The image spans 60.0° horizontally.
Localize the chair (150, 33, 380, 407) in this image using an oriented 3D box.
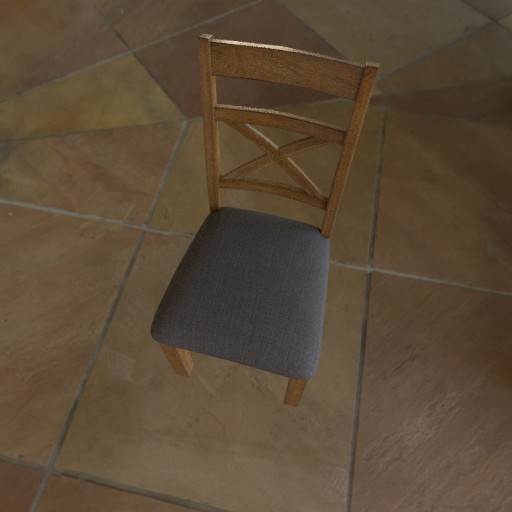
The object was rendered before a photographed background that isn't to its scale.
[{"bbox_3d":[0.000,0.000,1.258,0.470,0.949,0.581,13,61,8],"label":"chair"}]
